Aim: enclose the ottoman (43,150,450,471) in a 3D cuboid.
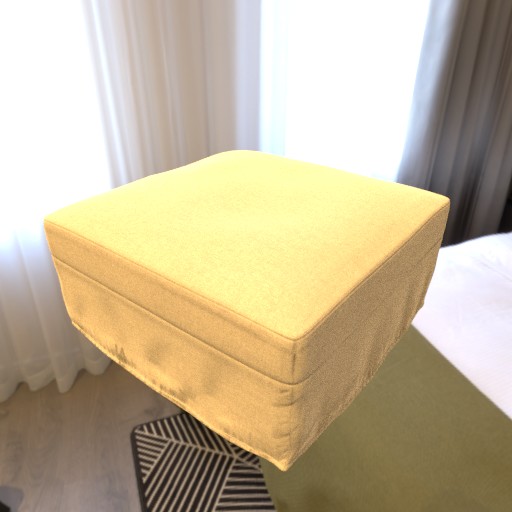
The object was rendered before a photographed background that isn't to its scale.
[{"bbox_3d":[0.000,0.000,1.313,0.840,0.436,0.843,21,35,33],"label":"ottoman"}]
